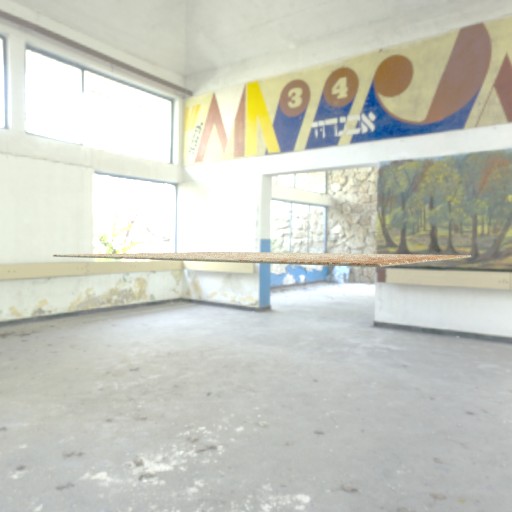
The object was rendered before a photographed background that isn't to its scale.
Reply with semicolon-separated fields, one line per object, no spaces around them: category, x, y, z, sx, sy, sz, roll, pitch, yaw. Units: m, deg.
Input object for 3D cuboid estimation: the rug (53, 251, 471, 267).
rug;0.000;0.000;2.321;1.829;0.011;1.219;1;2;37
